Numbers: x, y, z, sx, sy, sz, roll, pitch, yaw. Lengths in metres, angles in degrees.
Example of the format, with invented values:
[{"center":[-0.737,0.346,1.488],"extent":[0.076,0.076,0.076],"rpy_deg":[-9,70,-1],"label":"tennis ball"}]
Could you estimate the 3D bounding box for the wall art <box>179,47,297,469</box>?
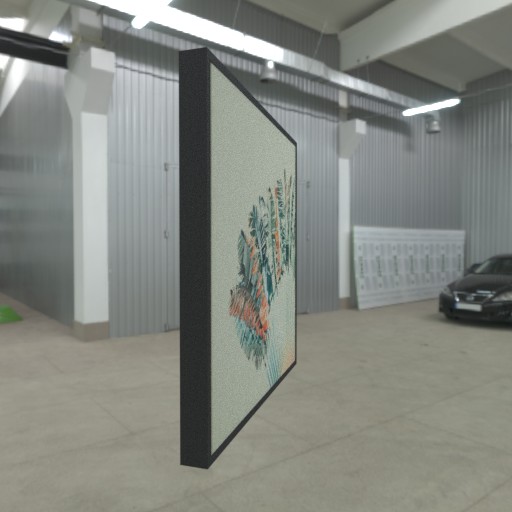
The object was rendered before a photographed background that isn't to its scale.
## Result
[{"center":[0.000,0.000,0.780],"extent":[0.037,0.507,0.509],"rpy_deg":[0,1,17],"label":"wall art"}]
